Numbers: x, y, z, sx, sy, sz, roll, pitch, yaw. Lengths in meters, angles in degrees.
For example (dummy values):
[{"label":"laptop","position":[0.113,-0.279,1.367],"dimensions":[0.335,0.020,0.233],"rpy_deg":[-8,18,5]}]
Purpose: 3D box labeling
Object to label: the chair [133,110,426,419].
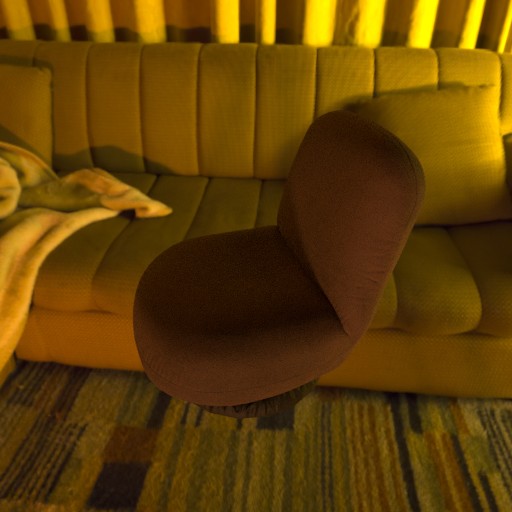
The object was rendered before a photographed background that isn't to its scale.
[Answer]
[{"label":"chair","position":[0.000,0.000,1.028],"dimensions":[0.597,0.594,0.521],"rpy_deg":[-8,33,-13]}]
